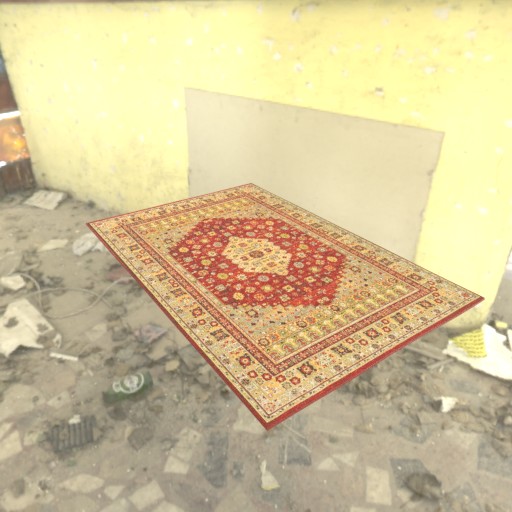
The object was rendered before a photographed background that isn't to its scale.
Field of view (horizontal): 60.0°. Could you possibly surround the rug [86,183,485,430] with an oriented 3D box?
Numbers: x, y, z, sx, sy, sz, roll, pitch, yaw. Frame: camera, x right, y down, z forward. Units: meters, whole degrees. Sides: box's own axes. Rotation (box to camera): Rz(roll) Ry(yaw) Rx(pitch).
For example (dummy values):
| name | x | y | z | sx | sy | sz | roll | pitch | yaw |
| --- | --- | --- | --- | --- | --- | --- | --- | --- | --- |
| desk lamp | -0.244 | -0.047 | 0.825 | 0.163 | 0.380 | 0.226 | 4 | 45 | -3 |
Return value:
| name | x | y | z | sx | sy | sz | roll | pitch | yaw |
| --- | --- | --- | --- | --- | --- | --- | --- | --- | --- |
| rug | 0.000 | 0.000 | 2.282 | 1.194 | 0.013 | 1.802 | -19 | 34 | -30 |
